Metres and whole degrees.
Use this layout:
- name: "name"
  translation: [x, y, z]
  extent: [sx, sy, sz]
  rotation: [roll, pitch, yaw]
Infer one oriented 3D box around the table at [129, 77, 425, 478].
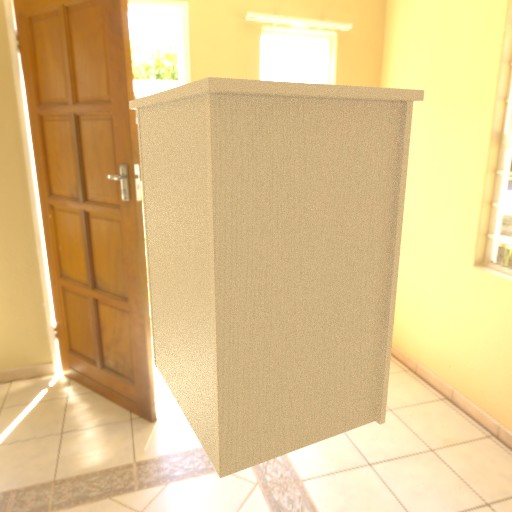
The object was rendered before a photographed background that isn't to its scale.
- name: "table"
  translation: [0.000, 0.000, 0.934]
  extent: [0.381, 0.635, 0.480]
  rotation: [-8, 17, -26]
